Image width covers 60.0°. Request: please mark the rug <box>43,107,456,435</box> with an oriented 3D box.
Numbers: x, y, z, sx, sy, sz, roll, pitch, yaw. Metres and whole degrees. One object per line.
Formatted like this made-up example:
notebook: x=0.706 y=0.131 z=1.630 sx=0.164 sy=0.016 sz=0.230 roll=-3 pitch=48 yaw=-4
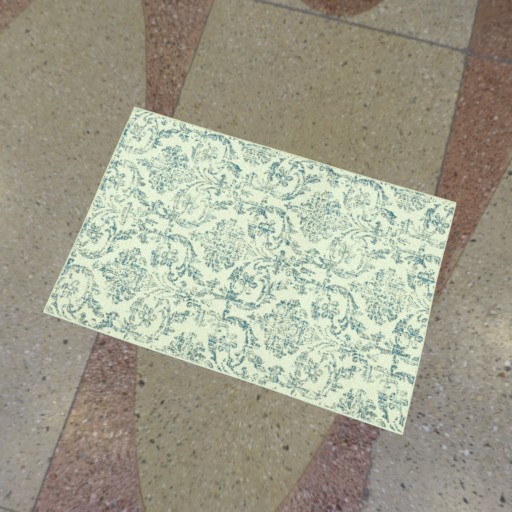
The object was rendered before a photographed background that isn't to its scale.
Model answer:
rug: x=0.000 y=0.000 z=3.403 sx=2.746 sy=0.018 sz=1.819 roll=18 pitch=77 yaw=4
